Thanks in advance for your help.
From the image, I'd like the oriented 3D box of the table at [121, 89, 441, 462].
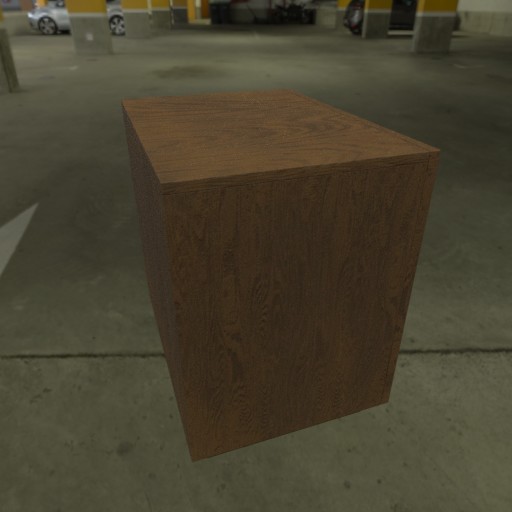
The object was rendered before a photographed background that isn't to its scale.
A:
[{"bbox_3d":[0.000,0.000,0.963,0.439,0.585,0.560,-10,31,-17],"label":"table"}]
